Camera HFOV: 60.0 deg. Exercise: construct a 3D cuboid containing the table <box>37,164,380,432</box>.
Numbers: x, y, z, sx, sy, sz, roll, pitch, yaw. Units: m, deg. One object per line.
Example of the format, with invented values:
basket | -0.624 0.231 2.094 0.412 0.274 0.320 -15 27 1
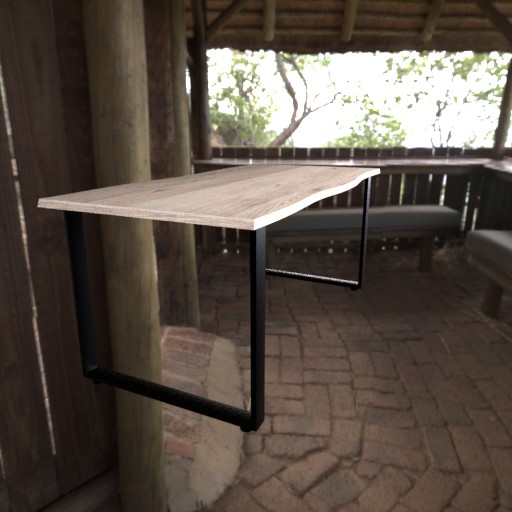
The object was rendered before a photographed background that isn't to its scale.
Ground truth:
table | 0.000 0.000 2.279 0.900 0.780 1.800 8 18 25
